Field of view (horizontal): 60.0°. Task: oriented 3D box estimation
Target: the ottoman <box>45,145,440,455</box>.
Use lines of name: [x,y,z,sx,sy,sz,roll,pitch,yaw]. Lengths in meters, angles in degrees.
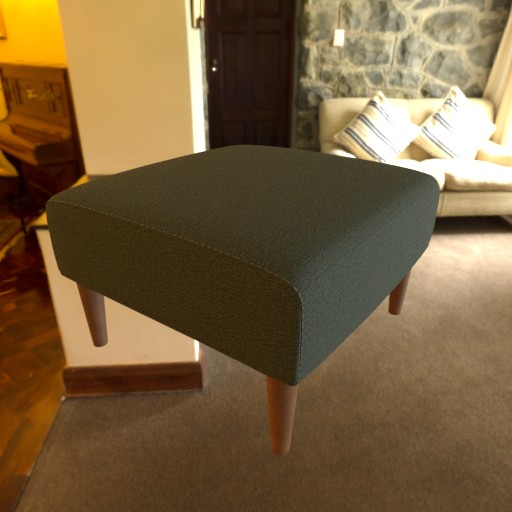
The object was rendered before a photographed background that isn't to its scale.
ottoman: [0.000,0.000,1.039,0.649,0.398,0.650,18,31,32]
